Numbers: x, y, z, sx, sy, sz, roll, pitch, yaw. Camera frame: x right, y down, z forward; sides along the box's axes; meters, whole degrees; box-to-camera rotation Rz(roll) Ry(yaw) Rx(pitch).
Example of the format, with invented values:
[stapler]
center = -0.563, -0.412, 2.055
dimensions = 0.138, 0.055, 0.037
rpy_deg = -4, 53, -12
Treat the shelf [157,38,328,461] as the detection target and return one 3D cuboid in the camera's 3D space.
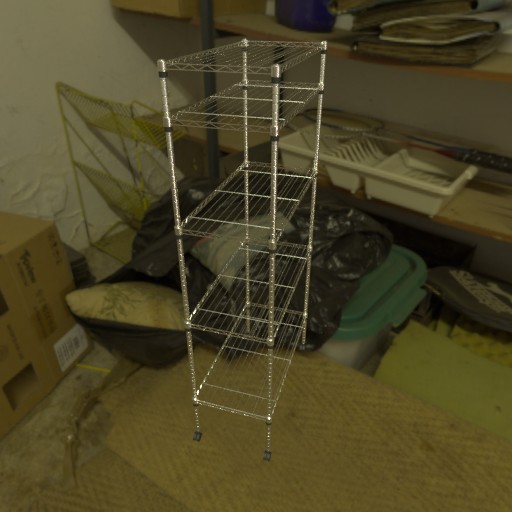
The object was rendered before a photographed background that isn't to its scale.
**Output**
[shelf]
center = 0.000, 0.000, 1.867
dimensions = 0.356, 1.587, 0.762
rpy_deg = 9, 32, 15
